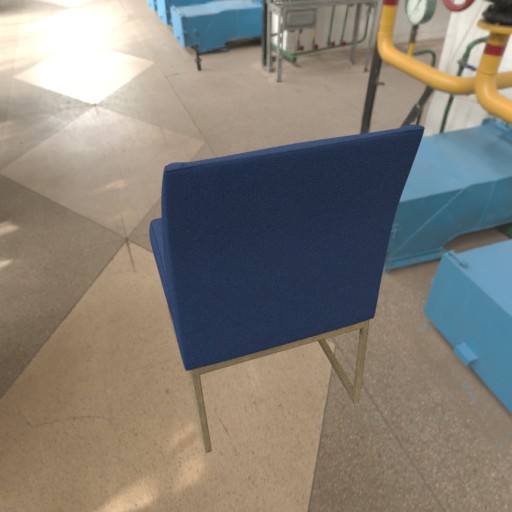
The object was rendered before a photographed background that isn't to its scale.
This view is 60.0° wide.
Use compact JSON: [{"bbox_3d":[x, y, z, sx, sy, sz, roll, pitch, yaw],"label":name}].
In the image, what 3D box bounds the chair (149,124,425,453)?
[{"bbox_3d":[0.000,0.000,1.180,0.508,0.863,0.522,-13,42,-15],"label":"chair"}]
